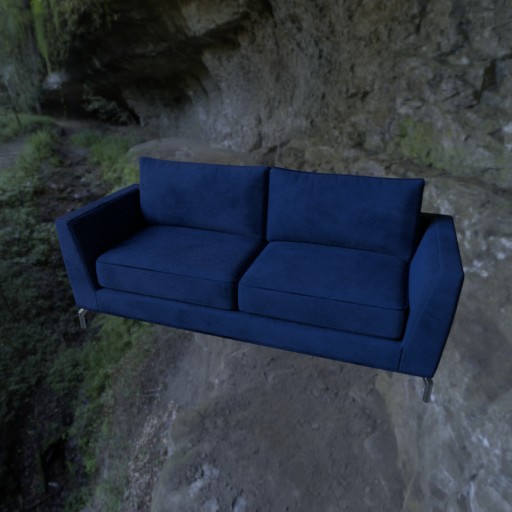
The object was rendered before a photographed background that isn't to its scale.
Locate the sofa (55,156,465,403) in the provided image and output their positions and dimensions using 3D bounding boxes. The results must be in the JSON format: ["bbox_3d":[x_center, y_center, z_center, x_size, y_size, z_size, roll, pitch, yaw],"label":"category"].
[{"bbox_3d":[0.000,0.000,2.713,2.212,0.998,0.853,8,26,17],"label":"sofa"}]
